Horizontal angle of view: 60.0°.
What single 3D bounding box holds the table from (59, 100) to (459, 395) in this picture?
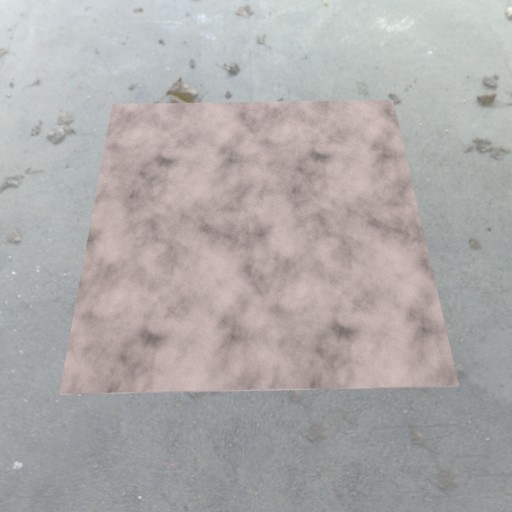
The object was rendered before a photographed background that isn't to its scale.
[{"bbox_3d":[0.000,0.000,1.033,0.670,0.305,0.670,-1,62,-1],"label":"table"}]
